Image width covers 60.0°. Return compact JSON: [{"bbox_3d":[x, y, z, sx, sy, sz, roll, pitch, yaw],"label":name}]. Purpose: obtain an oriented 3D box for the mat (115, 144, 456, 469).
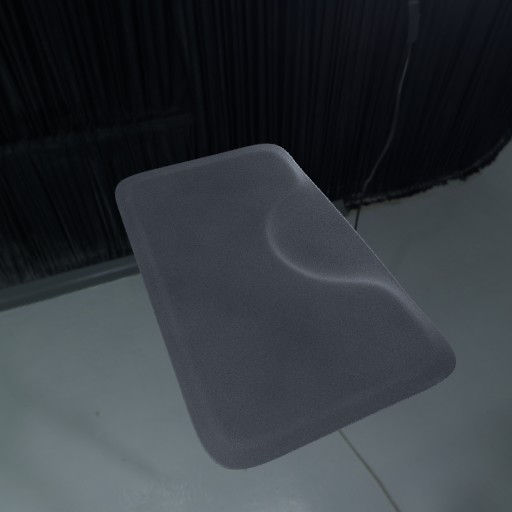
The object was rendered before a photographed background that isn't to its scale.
[{"bbox_3d":[0.000,0.000,1.832,0.918,0.013,1.524,-18,49,-16],"label":"mat"}]
